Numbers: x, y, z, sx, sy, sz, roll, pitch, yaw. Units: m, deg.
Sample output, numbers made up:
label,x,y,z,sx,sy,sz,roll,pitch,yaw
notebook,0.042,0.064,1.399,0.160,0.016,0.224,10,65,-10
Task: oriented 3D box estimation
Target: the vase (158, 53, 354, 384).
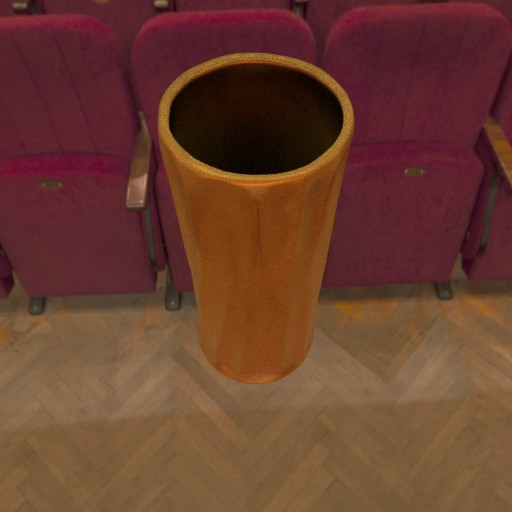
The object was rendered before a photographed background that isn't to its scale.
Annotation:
label,x,y,z,sx,sy,sz,roll,pitch,yaw
vase,0.000,0.000,0.176,0.061,0.143,0.061,0,57,0
